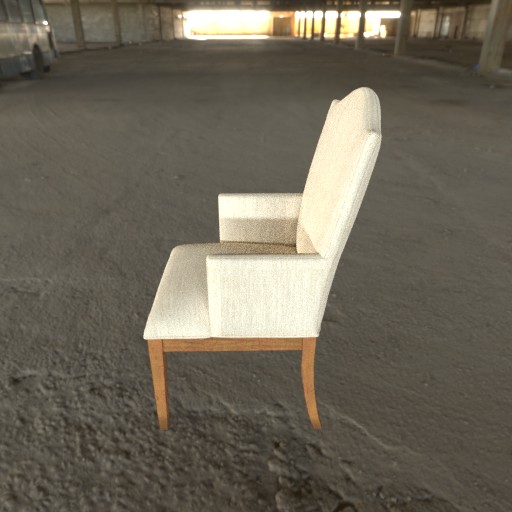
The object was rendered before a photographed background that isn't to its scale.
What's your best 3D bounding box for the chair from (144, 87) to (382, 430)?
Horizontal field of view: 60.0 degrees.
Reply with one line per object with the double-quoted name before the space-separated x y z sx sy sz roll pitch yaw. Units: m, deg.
"chair" 0.000 0.000 1.420 0.641 1.016 0.533 0 27 0
